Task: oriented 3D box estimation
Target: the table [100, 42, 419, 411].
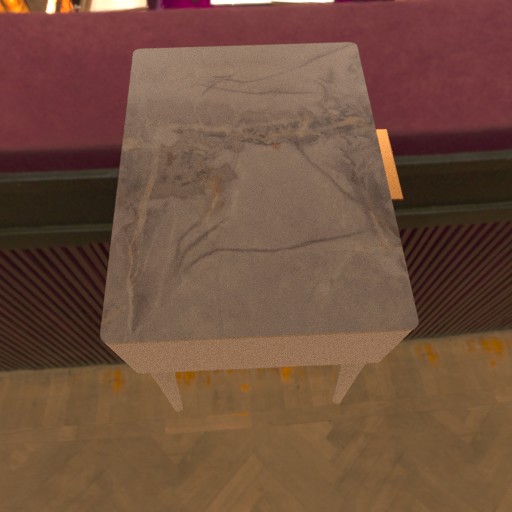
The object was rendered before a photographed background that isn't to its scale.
[{"bbox_3d":[0.000,0.000,0.881,0.400,0.570,0.500,-2,63,-1],"label":"table"}]
